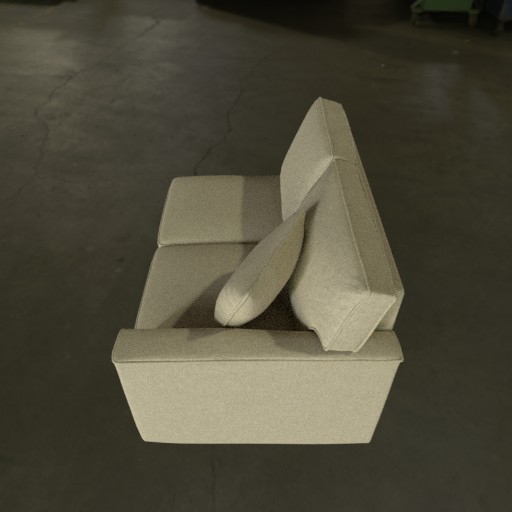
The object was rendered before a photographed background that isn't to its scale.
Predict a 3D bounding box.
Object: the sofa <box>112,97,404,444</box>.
[{"bbox_3d":[0.000,0.000,2.069,0.991,0.989,1.388,0,42,0],"label":"sofa"}]
